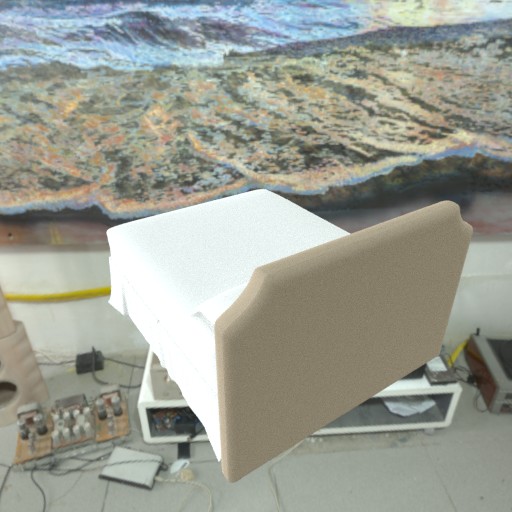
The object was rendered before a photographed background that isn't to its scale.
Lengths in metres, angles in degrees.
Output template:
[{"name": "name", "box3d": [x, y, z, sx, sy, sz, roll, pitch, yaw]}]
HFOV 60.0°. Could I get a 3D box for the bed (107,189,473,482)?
[{"name": "bed", "box3d": [0.000, 0.000, 3.315, 1.828, 1.301, 2.204, -19, 35, -29]}]
